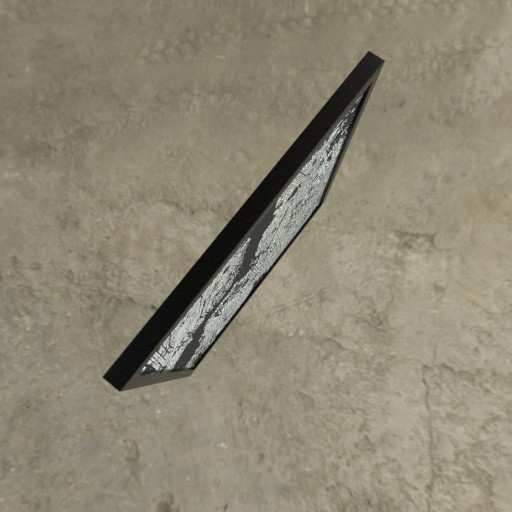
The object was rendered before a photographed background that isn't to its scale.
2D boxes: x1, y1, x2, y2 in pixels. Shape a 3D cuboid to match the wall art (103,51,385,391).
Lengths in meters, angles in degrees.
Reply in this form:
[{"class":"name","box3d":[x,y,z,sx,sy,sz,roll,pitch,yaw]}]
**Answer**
[{"class":"wall art","box3d":[0.000,0.000,1.139,0.038,0.761,0.755,37,79,8]}]
